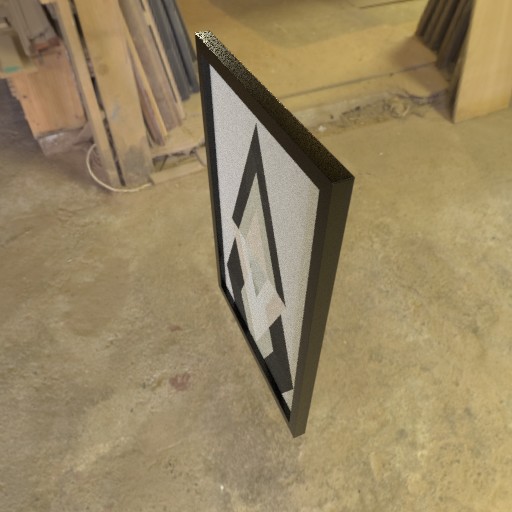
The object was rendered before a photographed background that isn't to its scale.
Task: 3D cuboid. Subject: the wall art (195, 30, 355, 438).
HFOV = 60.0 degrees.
[{"bbox_3d":[0.000,0.000,0.580,0.019,0.455,0.314,-17,49,-16],"label":"wall art"}]
